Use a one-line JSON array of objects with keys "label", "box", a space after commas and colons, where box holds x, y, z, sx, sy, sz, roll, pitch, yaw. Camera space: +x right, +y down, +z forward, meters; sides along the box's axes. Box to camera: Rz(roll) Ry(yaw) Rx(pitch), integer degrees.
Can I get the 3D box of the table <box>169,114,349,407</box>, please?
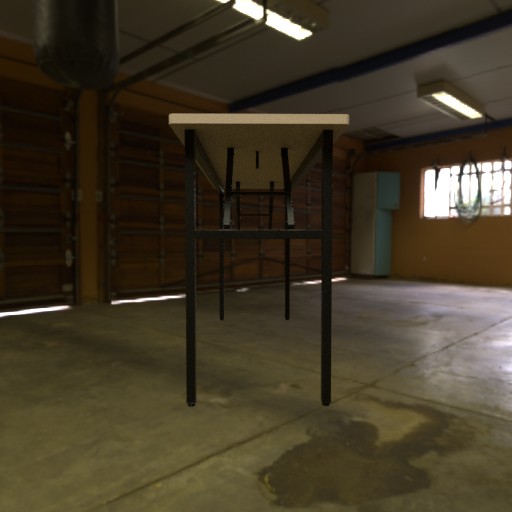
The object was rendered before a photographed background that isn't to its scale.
[{"label": "table", "box": [0.000, 0.000, 1.799, 0.447, 0.750, 1.397, 0, 2, -1]}]
